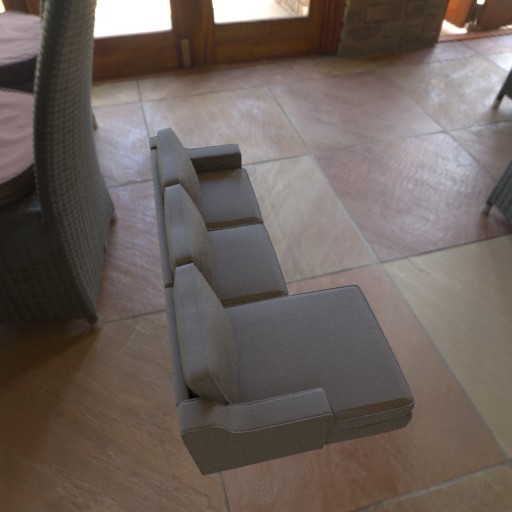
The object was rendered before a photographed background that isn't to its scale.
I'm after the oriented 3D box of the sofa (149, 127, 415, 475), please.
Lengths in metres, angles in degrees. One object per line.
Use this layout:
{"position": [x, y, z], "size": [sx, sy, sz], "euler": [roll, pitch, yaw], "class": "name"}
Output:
{"position": [0.000, 0.000, 3.171], "size": [1.294, 0.928, 2.561], "euler": [-9, 47, -9], "class": "sofa"}
